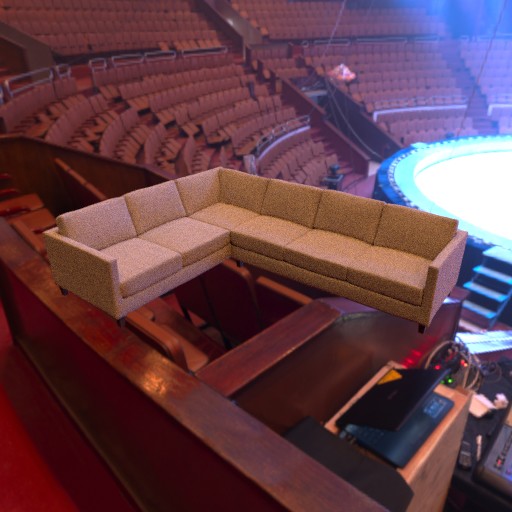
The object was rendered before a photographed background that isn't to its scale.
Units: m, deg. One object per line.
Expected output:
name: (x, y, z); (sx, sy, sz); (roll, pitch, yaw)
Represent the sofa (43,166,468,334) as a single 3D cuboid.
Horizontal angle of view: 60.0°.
sofa: (0.000, 0.000, 4.237); (3.182, 0.863, 2.432); (19, 32, 33)
